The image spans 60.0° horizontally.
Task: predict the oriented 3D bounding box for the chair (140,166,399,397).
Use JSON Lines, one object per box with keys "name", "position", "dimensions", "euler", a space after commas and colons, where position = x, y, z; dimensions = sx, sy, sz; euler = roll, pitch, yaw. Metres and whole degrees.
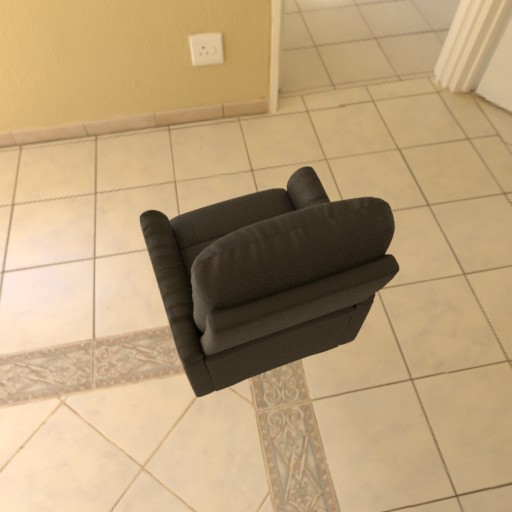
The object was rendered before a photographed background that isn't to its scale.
{"name": "chair", "position": [0.000, 0.000, 1.700], "dimensions": [0.775, 1.082, 0.831], "euler": [-17, 59, -11]}
